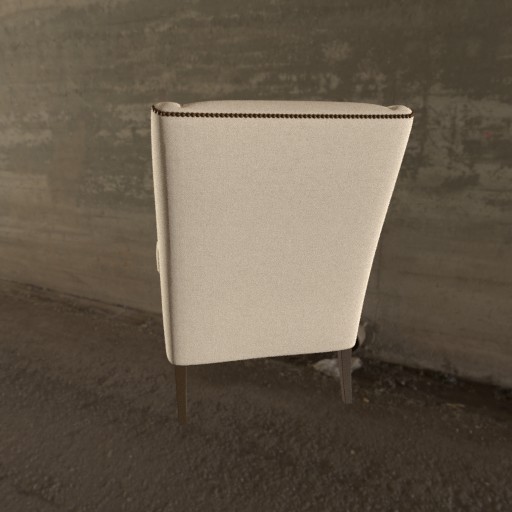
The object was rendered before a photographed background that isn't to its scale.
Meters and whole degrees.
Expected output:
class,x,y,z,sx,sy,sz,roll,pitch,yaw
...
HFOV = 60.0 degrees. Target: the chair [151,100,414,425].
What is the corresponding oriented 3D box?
class,x,y,z,sx,sy,sz,roll,pitch,yaw
chair,0.000,0.000,1.638,0.737,1.029,0.940,-3,16,-11
